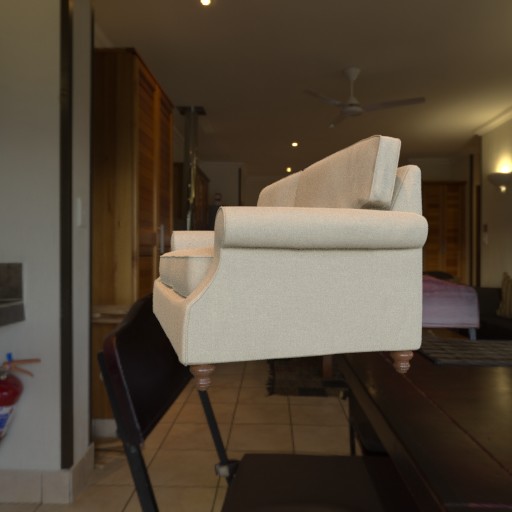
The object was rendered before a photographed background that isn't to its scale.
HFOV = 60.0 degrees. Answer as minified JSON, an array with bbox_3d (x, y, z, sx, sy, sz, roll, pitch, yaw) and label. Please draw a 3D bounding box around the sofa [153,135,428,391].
[{"bbox_3d":[0.000,0.000,2.312,0.964,0.937,1.665,0,0,-17],"label":"sofa"}]
